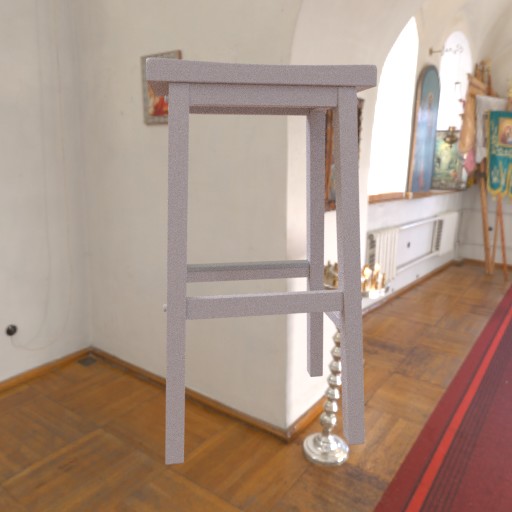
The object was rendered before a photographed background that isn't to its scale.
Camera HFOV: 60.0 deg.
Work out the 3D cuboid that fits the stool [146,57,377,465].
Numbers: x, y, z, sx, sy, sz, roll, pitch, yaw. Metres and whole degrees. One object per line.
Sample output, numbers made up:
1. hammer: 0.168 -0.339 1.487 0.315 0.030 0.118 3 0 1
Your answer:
1. stool: 0.000 0.000 0.956 0.406 0.742 0.322 -2 14 -9
